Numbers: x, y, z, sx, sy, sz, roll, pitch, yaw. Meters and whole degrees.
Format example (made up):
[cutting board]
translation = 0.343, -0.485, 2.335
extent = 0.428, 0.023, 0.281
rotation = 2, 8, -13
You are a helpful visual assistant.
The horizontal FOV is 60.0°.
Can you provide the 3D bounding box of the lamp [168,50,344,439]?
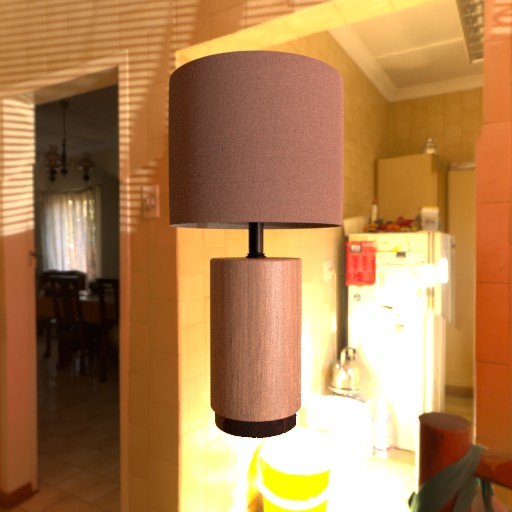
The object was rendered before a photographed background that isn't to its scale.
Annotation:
[lamp]
translation = 0.000, 0.000, 0.591
extent = 0.228, 0.444, 0.228
rotation = 0, 1, 0
